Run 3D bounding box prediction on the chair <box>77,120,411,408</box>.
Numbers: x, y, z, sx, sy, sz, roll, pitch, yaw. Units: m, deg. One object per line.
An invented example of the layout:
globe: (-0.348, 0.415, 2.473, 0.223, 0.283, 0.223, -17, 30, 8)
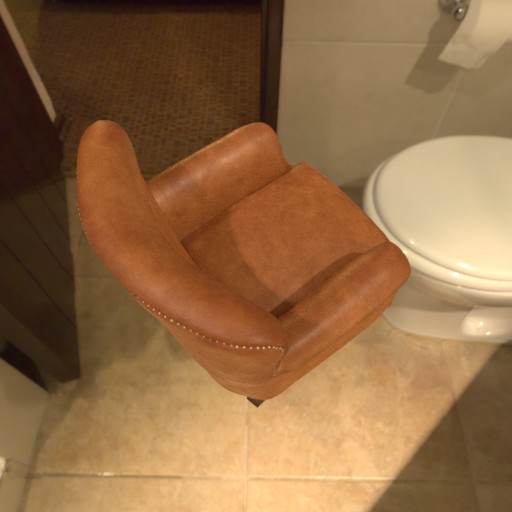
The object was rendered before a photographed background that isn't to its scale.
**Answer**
chair: (0.000, 0.000, 1.553, 0.921, 0.936, 0.861, -31, 63, -18)
